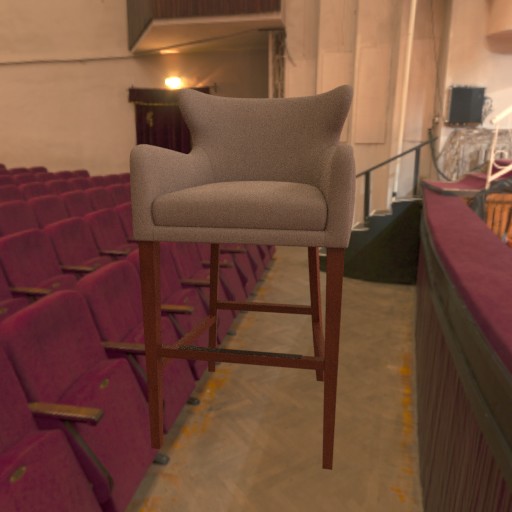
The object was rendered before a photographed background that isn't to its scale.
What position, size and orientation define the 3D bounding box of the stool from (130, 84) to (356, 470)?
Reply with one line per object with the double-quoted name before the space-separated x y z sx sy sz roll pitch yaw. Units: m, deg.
"stool" 0.000 0.000 1.403 0.575 1.047 0.575 2 14 10
